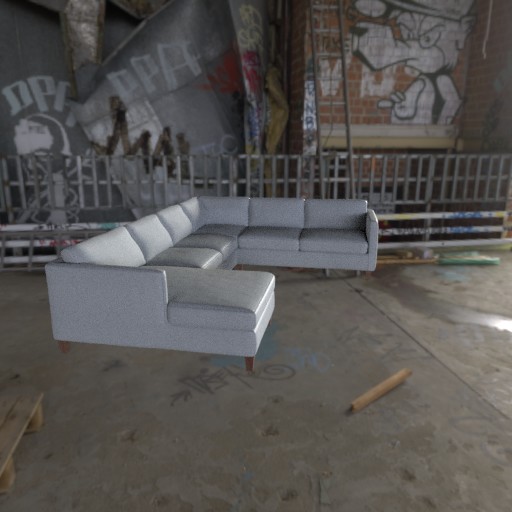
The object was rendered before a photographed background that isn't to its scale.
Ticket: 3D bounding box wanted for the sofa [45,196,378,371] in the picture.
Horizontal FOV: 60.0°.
[{"bbox_3d":[0.000,0.000,4.542,2.551,0.853,3.238,3,15,10],"label":"sofa"}]
